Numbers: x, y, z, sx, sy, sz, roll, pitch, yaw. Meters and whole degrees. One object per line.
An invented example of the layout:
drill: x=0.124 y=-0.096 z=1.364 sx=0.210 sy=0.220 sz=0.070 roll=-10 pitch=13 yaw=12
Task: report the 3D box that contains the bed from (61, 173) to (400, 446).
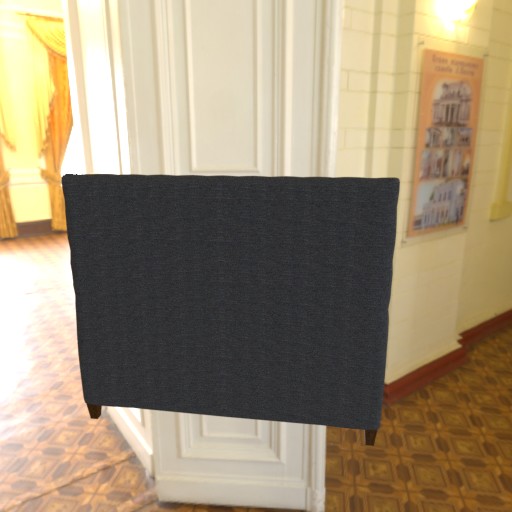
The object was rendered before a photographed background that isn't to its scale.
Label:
bed: x=0.000 y=0.000 z=3.429 sx=1.698 sy=1.427 sz=2.387 roll=2 pitch=15 yaw=8
